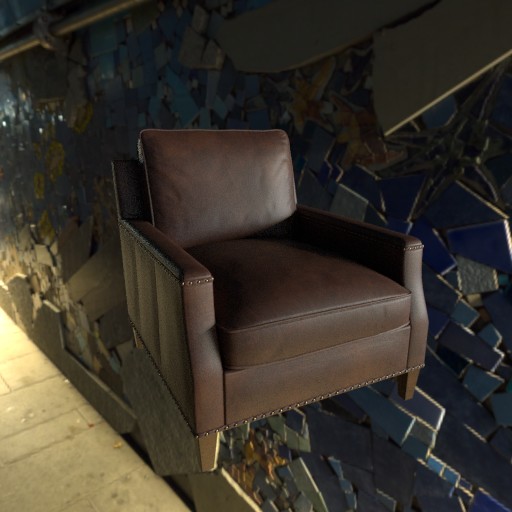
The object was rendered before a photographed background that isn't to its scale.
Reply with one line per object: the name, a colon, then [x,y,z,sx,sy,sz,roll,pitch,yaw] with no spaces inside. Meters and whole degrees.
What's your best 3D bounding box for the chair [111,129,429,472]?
chair: [0.000,0.000,1.684,0.853,0.929,1.014,-8,18,-26]
